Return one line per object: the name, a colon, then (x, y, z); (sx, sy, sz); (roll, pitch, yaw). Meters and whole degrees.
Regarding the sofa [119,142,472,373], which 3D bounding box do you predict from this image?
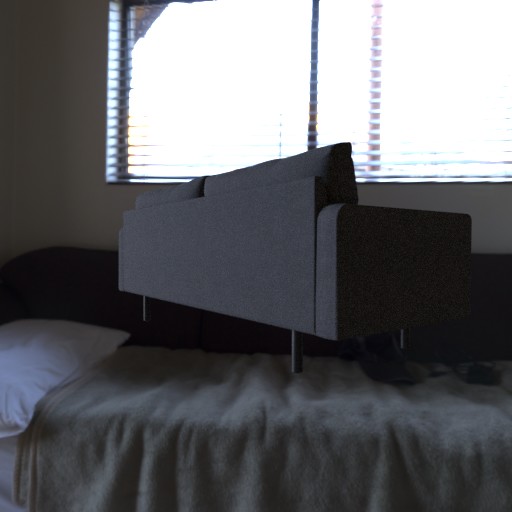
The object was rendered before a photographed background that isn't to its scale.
sofa: (0.000, 0.000, 2.539); (0.880, 0.880, 2.100); (-1, 1, -36)
